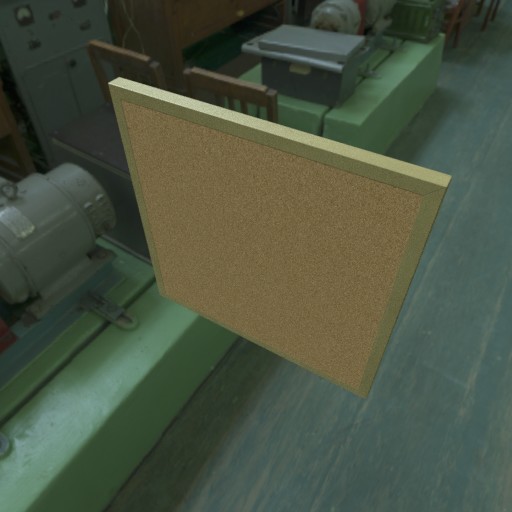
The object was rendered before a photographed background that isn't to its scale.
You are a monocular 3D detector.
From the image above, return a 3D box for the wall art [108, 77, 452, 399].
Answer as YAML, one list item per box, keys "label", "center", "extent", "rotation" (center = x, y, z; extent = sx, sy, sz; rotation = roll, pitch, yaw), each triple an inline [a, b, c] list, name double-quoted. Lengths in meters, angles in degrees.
- label: "wall art"
  center: [0.000, 0.000, 1.158]
  extent: [0.763, 0.763, 0.037]
  rotation: [23, 50, 21]
